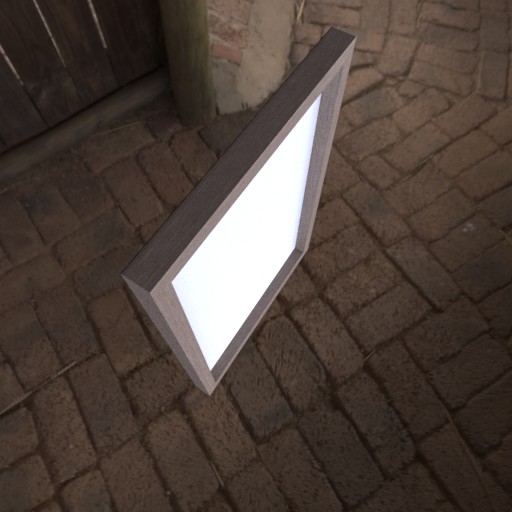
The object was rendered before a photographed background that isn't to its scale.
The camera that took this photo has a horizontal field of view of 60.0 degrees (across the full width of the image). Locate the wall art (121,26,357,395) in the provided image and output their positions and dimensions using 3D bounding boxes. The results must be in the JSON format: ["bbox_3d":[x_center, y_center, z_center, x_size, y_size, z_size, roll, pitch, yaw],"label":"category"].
[{"bbox_3d":[0.000,0.000,0.650,0.032,0.510,0.358,30,67,14],"label":"wall art"}]
